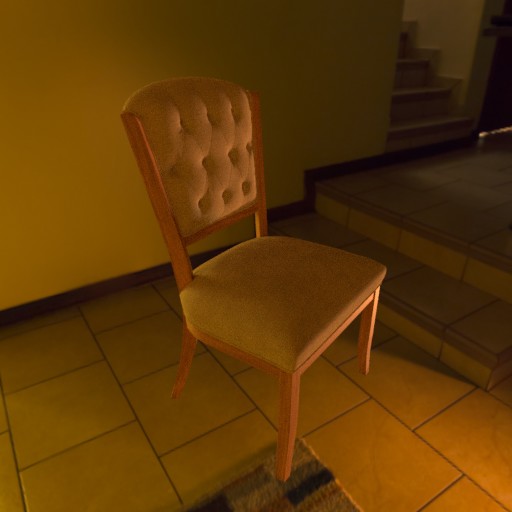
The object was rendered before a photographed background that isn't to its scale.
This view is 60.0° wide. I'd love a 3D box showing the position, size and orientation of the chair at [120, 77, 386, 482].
[{"bbox_3d":[0.000,0.000,1.245,0.584,0.905,0.513,19,33,32],"label":"chair"}]
